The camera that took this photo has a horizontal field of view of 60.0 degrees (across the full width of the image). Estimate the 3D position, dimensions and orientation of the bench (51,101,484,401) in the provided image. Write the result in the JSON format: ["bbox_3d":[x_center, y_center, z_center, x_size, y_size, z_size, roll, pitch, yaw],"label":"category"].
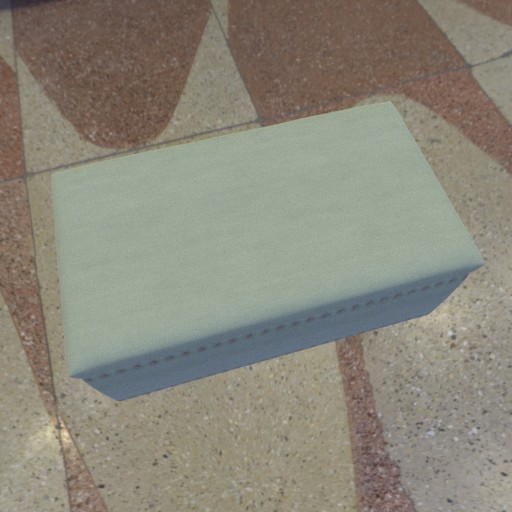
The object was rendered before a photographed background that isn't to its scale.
[{"bbox_3d":[0.000,0.000,1.175,0.887,0.449,0.500,-14,64,-7],"label":"bench"}]
